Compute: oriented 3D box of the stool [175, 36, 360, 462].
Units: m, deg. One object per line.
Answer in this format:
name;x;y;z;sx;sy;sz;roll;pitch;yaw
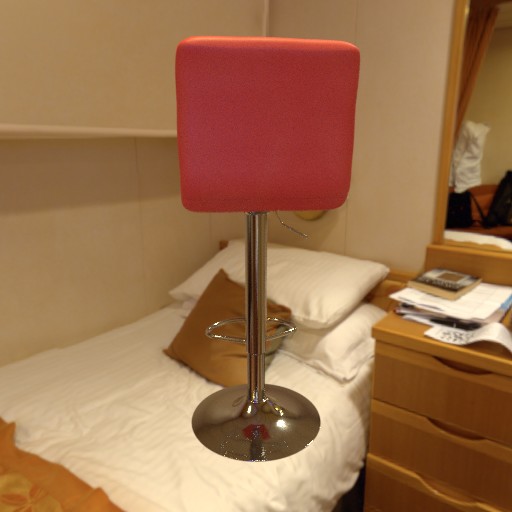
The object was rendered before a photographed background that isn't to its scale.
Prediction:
stool;0.000;0.000;1.338;0.430;1.115;0.505;-2;14;-8
